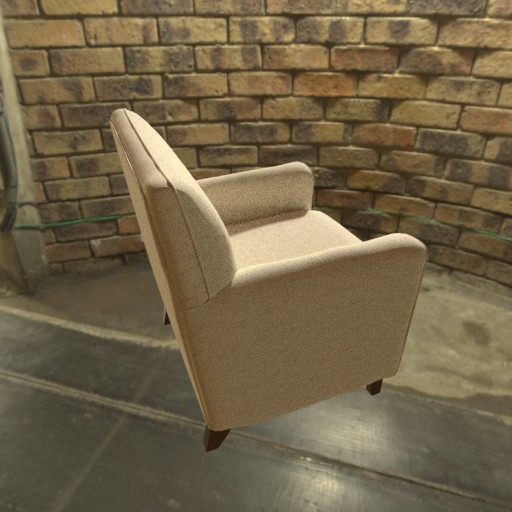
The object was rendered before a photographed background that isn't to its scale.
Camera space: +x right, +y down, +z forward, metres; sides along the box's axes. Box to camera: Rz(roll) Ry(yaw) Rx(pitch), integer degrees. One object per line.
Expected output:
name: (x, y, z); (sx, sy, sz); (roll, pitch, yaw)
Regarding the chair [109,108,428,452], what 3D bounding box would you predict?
chair: (0.000, 0.000, 1.605); (0.823, 0.943, 0.870); (-11, 32, -18)
